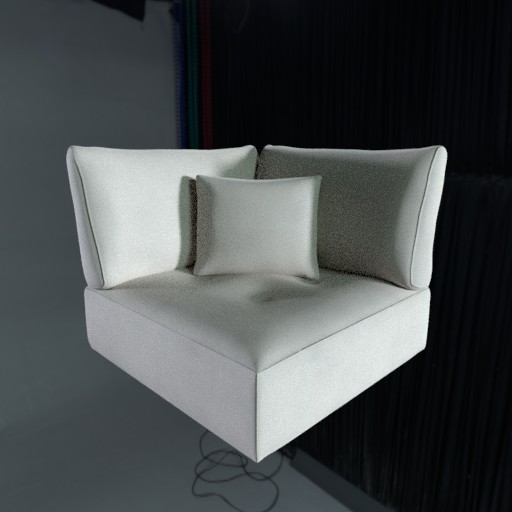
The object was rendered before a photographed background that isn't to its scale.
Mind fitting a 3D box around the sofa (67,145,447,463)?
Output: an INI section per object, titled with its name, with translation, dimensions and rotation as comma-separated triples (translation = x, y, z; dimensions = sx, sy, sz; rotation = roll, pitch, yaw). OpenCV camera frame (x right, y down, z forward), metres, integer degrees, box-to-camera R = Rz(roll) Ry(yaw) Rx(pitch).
[sofa]
translation = 0.000, 0.000, 1.681
dimensions = 1.000, 0.820, 1.000
rotation = -13, 19, -43
